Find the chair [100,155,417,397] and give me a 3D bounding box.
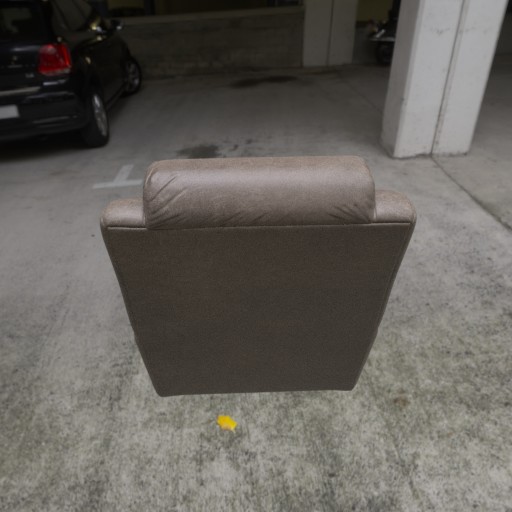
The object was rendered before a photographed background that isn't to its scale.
[{"bbox_3d":[0.000,0.000,1.855,0.967,1.116,1.068,-1,32,-2],"label":"chair"}]
